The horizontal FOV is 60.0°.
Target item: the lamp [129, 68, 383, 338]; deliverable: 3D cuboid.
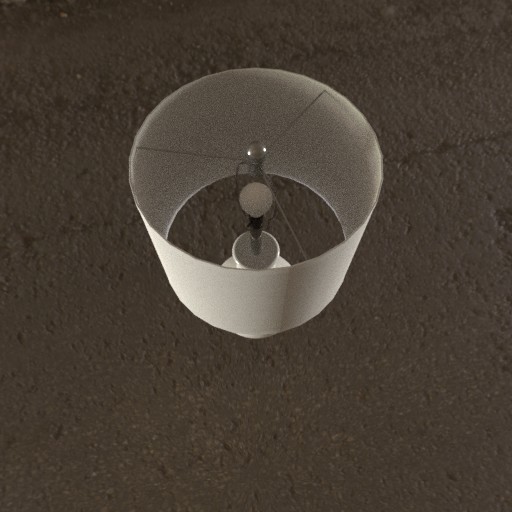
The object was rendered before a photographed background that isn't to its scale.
[{"bbox_3d":[0.000,0.000,0.900,0.357,0.673,0.357,35,68,16],"label":"lamp"}]
